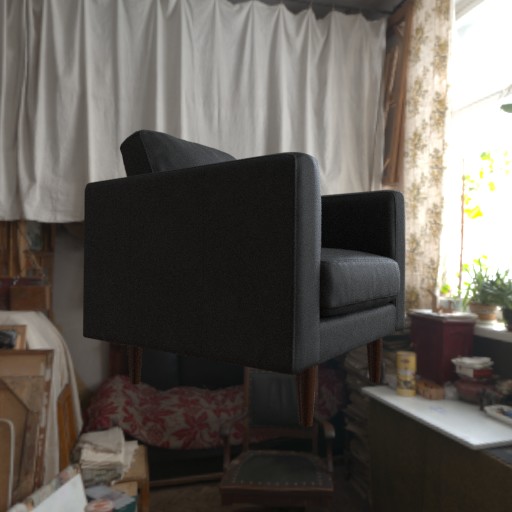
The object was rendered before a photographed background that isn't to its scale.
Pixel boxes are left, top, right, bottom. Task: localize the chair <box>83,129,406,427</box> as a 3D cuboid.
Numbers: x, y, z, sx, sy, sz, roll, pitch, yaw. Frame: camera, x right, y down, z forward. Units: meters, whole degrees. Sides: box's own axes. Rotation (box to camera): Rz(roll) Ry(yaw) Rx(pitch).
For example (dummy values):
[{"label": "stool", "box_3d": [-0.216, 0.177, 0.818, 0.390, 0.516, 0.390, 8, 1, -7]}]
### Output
[{"label": "chair", "box_3d": [0.000, 0.000, 1.578, 0.879, 0.898, 0.831, 0, -1, 35]}]
